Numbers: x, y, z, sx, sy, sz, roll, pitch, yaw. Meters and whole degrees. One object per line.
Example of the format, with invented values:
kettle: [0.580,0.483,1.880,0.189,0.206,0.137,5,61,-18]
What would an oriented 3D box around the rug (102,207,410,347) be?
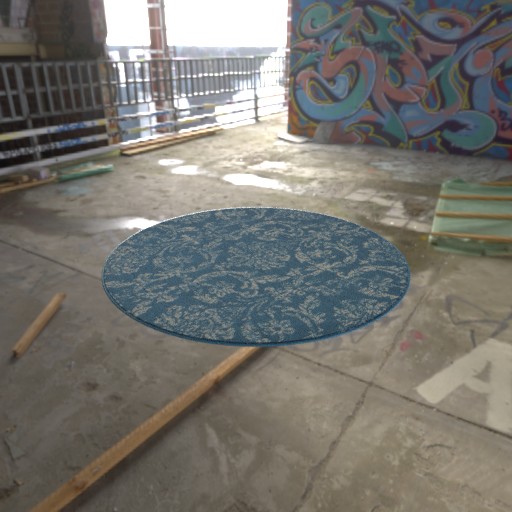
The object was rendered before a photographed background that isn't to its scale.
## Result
rug: [0.000,0.000,2.395,1.593,0.012,1.593,0,25,0]
